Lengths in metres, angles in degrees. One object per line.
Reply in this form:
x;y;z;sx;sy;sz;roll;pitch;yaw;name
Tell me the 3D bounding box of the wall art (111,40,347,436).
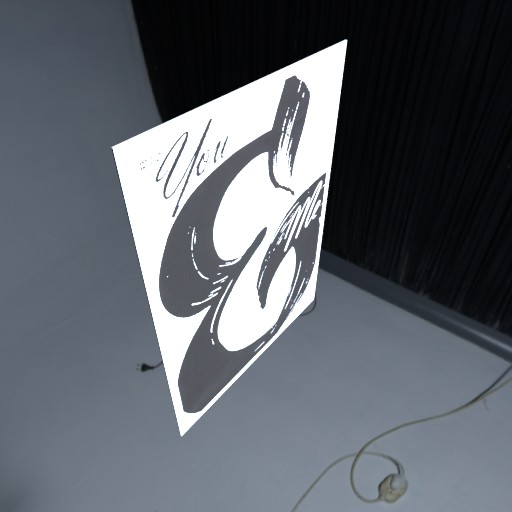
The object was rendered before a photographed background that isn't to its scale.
0.000;0.000;0.780;0.003;0.609;0.457;28;49;28;wall art
